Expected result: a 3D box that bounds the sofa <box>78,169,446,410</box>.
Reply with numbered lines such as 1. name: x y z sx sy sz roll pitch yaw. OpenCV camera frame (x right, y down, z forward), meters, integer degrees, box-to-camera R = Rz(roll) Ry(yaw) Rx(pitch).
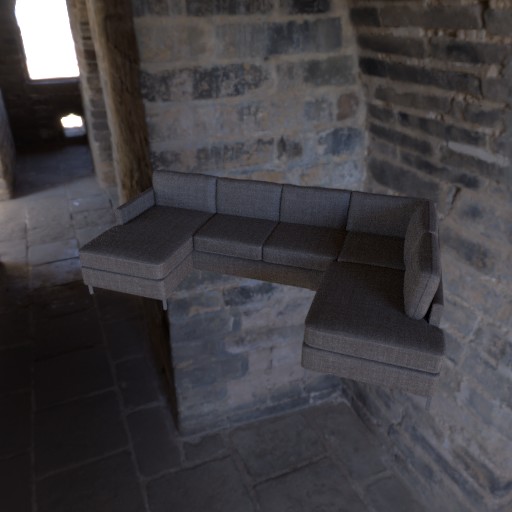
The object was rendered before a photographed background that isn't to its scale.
1. sofa: 0.000 0.000 4.358 3.423 0.999 2.048 9 29 16
